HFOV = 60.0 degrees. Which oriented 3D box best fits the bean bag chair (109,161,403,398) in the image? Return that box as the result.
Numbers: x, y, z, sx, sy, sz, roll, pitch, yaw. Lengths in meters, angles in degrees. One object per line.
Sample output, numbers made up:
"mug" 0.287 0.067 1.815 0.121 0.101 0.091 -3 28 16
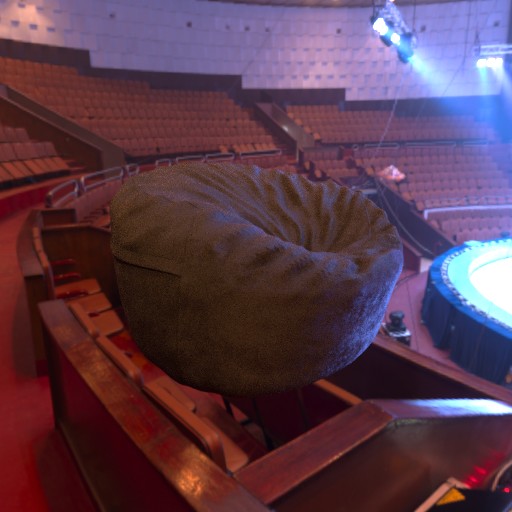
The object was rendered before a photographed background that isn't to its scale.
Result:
"bean bag chair" 0.000 0.000 2.034 1.245 0.821 1.245 0 15 0
